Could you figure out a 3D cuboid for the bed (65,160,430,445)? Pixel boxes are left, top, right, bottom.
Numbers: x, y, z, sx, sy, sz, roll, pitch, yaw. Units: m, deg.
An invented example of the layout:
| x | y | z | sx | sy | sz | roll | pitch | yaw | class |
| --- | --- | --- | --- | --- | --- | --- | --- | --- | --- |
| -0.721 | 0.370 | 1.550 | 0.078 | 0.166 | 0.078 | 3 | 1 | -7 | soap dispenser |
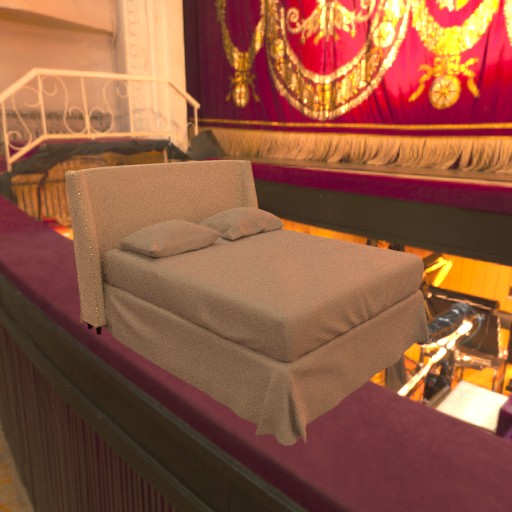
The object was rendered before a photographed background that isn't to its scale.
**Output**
| x | y | z | sx | sy | sz | roll | pitch | yaw | class |
| --- | --- | --- | --- | --- | --- | --- | --- | --- | --- |
| 0.000 | 0.000 | 3.474 | 2.276 | 1.332 | 1.925 | 15 | 21 | 42 | bed |
